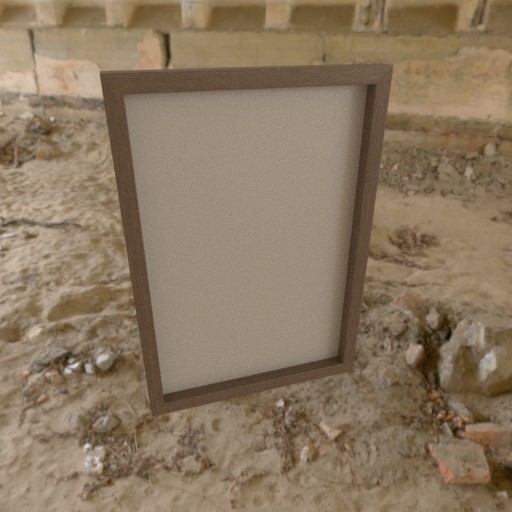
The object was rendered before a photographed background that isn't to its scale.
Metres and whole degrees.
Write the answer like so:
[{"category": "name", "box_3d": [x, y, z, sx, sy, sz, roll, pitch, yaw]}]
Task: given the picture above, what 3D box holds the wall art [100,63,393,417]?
[{"category": "wall art", "box_3d": [0.000, 0.000, 0.650, 0.358, 0.510, 0.032, -8, 29, -15]}]
